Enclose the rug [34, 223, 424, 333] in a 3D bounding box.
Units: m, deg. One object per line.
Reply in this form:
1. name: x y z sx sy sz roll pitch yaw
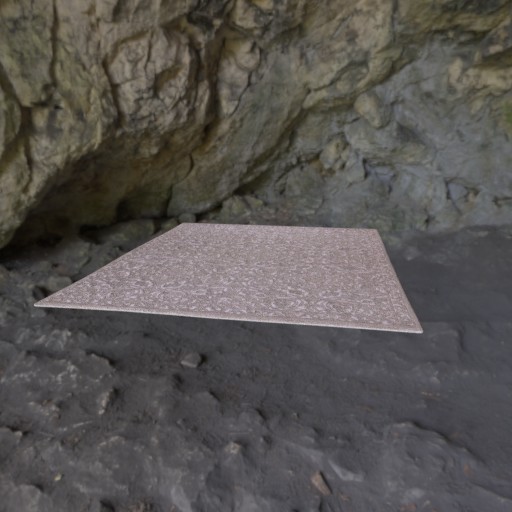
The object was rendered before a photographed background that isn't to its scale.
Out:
1. rug: 0.000 0.000 4.156 2.472 0.035 3.017 3 15 10
